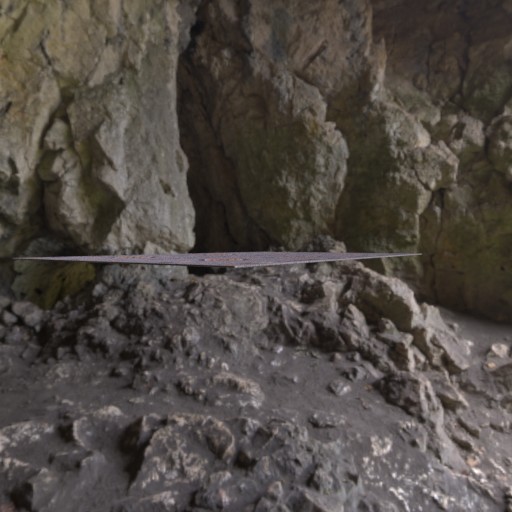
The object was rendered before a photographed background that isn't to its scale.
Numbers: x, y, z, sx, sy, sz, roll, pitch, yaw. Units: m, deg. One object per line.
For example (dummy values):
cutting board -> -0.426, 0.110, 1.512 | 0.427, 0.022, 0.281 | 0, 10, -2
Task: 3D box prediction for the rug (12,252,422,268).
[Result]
rug -> 0.000, 0.000, 2.952 | 1.515, 0.007, 2.427 | 1, 2, 35
